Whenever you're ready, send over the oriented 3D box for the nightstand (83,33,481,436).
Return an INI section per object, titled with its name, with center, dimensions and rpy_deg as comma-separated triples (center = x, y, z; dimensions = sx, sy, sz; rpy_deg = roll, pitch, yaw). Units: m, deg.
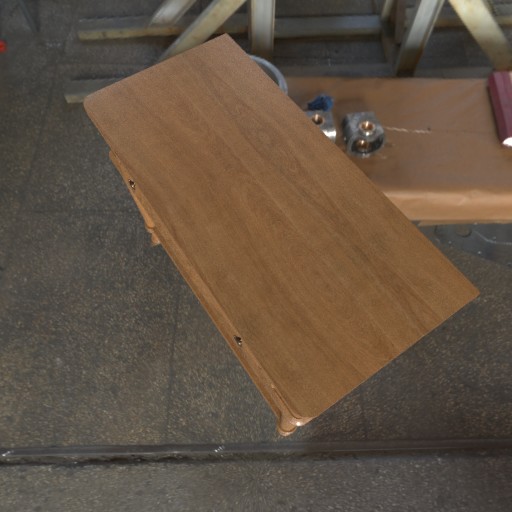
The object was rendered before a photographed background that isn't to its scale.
[nightstand]
center = 0.000, 0.000, 1.287
dimensions = 0.432, 0.700, 0.914
rpy_deg = -31, 67, -15
